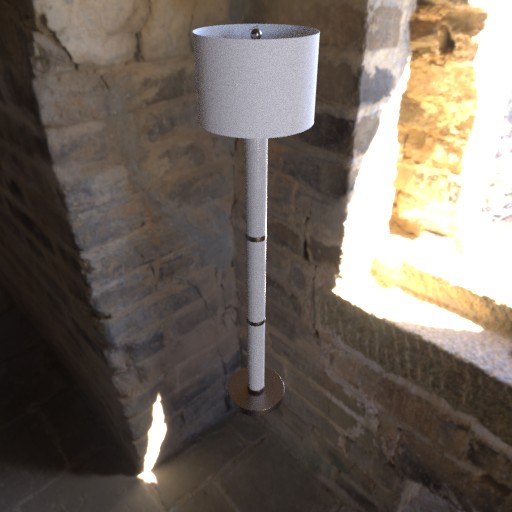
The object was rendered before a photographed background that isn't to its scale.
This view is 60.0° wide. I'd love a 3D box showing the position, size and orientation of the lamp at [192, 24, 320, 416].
[{"bbox_3d":[0.000,0.000,1.741,0.377,1.599,0.377,1,33,1],"label":"lamp"}]
